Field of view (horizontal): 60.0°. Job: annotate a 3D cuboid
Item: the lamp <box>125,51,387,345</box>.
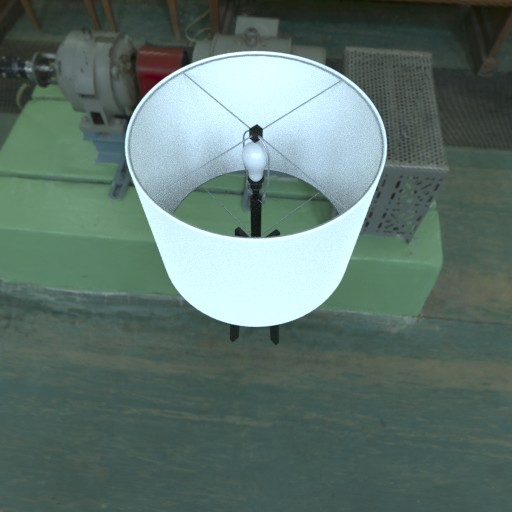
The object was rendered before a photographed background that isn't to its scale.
[{"bbox_3d":[0.000,0.000,0.647,0.257,0.489,0.257,4,59,2],"label":"lamp"}]
